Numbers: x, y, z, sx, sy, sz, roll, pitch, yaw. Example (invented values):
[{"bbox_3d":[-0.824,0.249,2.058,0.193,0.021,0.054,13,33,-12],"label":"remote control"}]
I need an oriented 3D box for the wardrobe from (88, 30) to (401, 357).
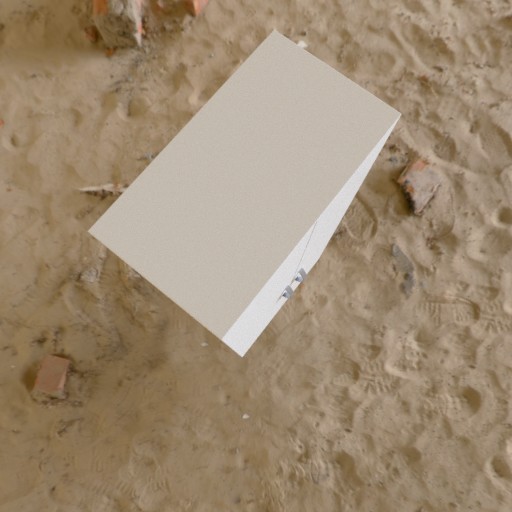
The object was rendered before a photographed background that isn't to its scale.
[{"bbox_3d":[0.000,0.000,1.965,0.470,1.700,0.760,37,79,9],"label":"wardrobe"}]
